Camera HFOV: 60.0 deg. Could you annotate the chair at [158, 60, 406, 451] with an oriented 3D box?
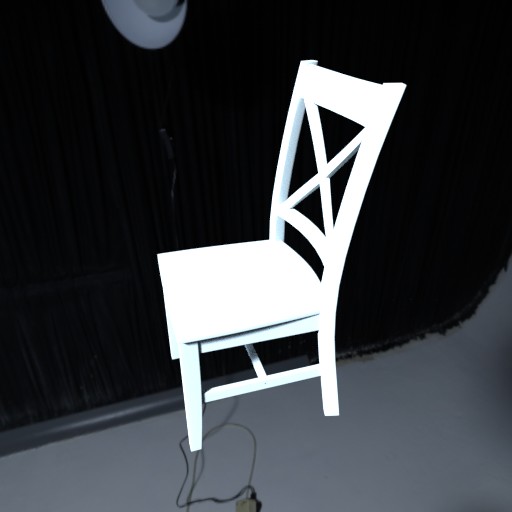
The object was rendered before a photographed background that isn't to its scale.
[{"bbox_3d":[0.000,0.000,1.286,0.542,0.983,0.485,-9,31,-15],"label":"chair"}]
